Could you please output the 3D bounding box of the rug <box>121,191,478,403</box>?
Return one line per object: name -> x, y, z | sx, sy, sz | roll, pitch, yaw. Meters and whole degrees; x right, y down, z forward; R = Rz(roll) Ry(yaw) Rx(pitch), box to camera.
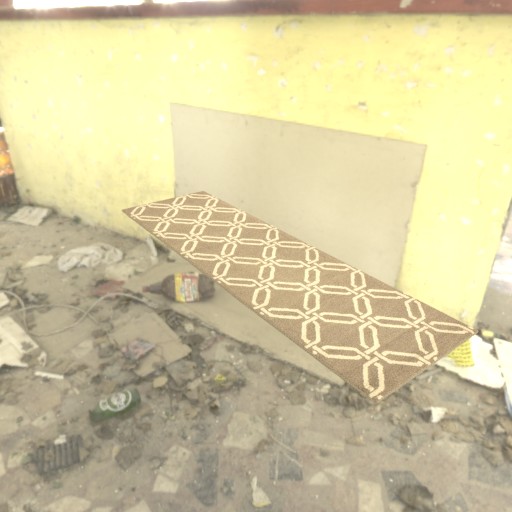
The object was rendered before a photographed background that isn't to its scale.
rug -> 0.000, 0.000, 2.524 | 0.678, 0.014, 2.276 | -19, 33, -32
